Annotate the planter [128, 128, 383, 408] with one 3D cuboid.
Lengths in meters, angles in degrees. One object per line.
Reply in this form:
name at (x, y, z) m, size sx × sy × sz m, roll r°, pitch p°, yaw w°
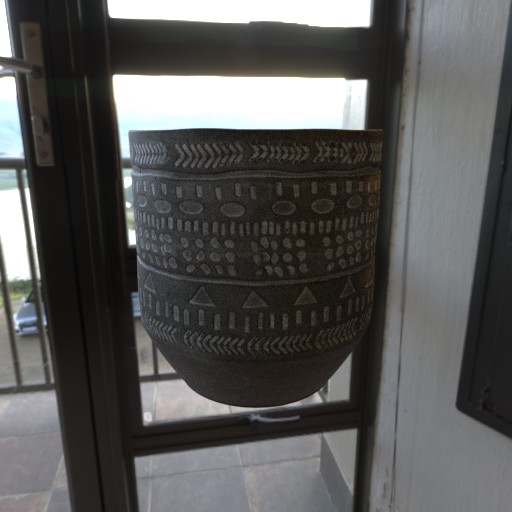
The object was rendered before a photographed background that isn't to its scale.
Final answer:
planter at (0.000, 0.000, 0.273) m, size 0.142 × 0.149 × 0.142 m, roll 0°, pitch 15°, yaw 0°
